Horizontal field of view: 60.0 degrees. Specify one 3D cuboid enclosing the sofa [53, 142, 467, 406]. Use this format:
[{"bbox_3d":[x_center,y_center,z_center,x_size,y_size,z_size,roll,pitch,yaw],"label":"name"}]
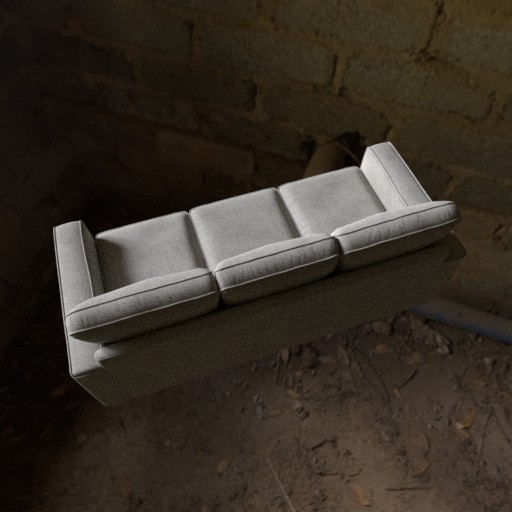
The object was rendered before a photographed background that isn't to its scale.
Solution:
[{"bbox_3d":[0.000,0.000,2.589,2.133,0.965,0.939,-16,60,-10],"label":"sofa"}]
